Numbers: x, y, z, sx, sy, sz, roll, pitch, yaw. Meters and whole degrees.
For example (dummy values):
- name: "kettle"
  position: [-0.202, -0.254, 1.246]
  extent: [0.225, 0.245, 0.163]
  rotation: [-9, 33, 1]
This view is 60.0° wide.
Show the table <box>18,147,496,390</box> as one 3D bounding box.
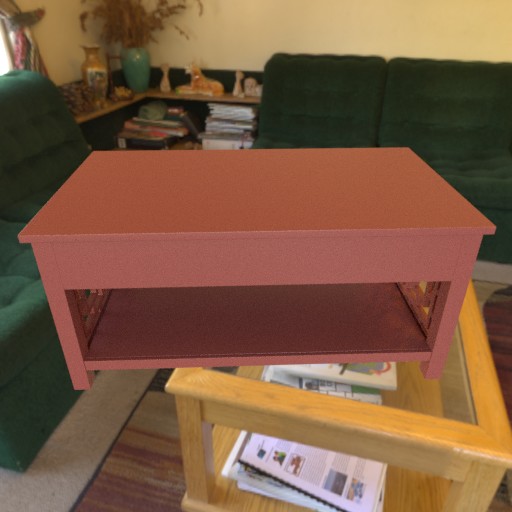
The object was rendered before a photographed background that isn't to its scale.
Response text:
- name: "table"
  position: [0.000, 0.000, 1.375]
  extent: [1.068, 0.493, 0.612]
  rotation: [-1, 31, -2]
